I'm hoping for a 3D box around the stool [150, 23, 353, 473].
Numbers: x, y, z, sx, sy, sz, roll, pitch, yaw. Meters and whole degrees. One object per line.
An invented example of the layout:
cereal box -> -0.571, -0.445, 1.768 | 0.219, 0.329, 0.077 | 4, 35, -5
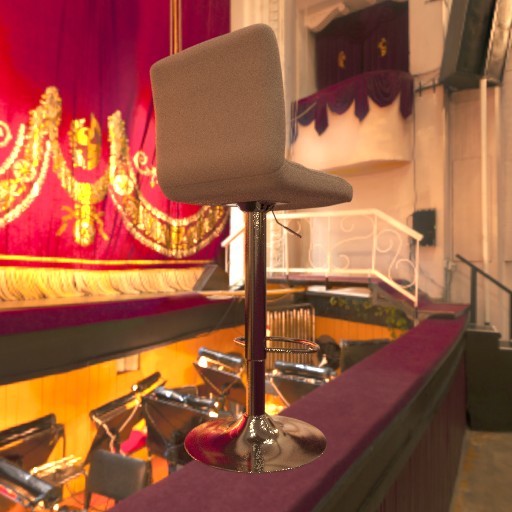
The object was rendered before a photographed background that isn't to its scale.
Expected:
stool -> 0.000, 0.000, 1.342 | 0.430, 1.115, 0.505 | 0, -1, 36
